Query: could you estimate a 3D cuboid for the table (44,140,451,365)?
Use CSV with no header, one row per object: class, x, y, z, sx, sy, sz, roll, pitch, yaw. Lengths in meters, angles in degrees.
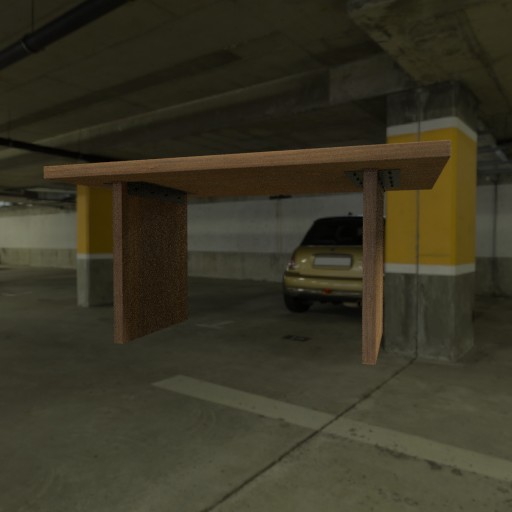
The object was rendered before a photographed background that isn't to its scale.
table,0.000,0.000,2.112,1.609,0.780,0.946,1,2,18
